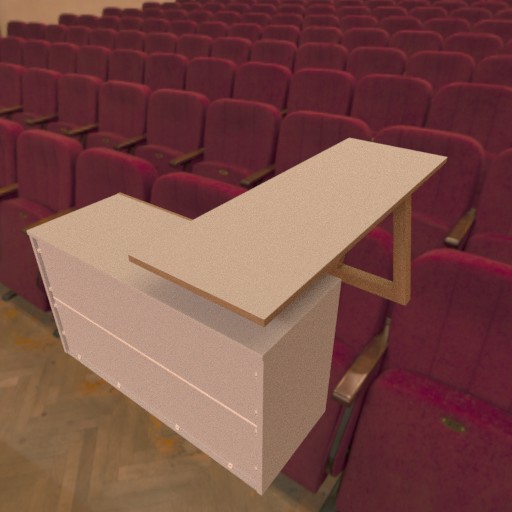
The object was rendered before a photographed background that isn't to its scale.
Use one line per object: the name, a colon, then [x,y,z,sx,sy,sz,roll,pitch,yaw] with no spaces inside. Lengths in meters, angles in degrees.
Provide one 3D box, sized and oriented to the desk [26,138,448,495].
desk: [0.000,0.000,1.989,1.098,0.755,1.404,21,38,31]
